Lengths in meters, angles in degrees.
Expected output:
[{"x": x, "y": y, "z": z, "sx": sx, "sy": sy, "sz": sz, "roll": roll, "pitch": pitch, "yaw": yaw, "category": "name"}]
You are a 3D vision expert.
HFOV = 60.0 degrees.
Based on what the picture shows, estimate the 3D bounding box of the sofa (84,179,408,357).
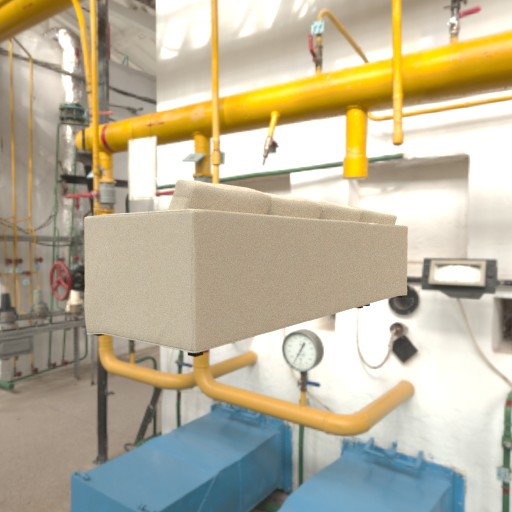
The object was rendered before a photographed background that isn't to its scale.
[{"x": 0.000, "y": 0.000, "z": 3.885, "sx": 1.650, "sy": 0.922, "sz": 3.205, "roll": 1, "pitch": 2, "yaw": 37, "category": "sofa"}]
